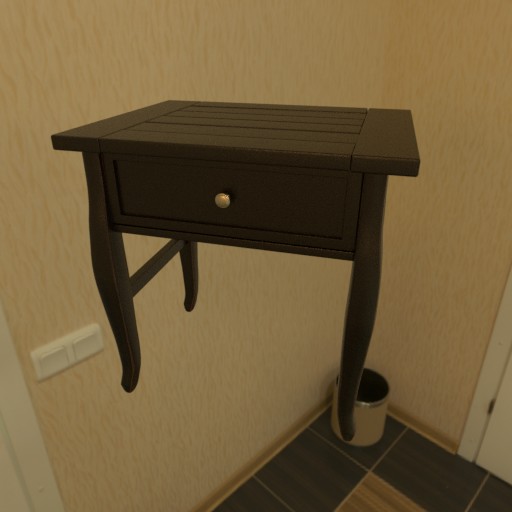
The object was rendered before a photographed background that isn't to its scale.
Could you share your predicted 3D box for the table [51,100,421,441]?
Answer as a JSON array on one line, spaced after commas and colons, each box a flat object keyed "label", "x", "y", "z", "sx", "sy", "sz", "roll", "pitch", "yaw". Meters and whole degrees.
[{"label": "table", "x": 0.000, "y": 0.000, "z": 1.017, "sx": 0.602, "sy": 0.604, "sz": 0.460, "roll": 7, "pitch": 28, "yaw": 14}]
